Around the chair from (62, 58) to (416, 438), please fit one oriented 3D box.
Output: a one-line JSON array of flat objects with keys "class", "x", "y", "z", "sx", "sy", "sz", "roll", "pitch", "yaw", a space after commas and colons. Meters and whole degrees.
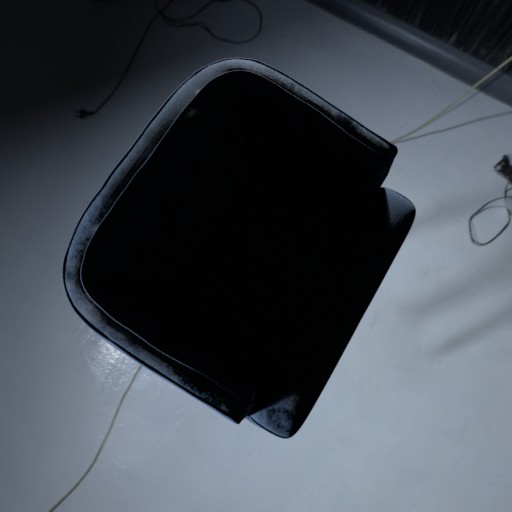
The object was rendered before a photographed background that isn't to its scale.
[{"class": "chair", "x": 0.000, "y": 0.000, "z": 1.726, "sx": 0.940, "sy": 0.852, "sz": 1.094, "roll": 31, "pitch": 77, "yaw": 8}]
